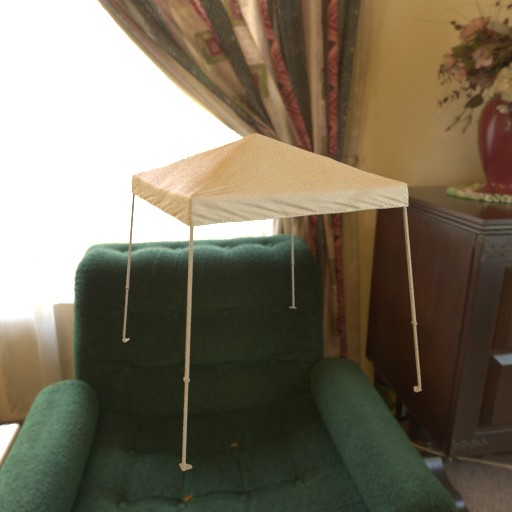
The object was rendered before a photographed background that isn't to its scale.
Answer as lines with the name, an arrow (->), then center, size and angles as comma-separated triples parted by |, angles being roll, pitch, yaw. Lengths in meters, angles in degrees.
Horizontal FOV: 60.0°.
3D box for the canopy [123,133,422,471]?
canopy -> 0.000, 0.000, 6.741 | 3.600, 3.600, 3.599 | -8, 17, -25
